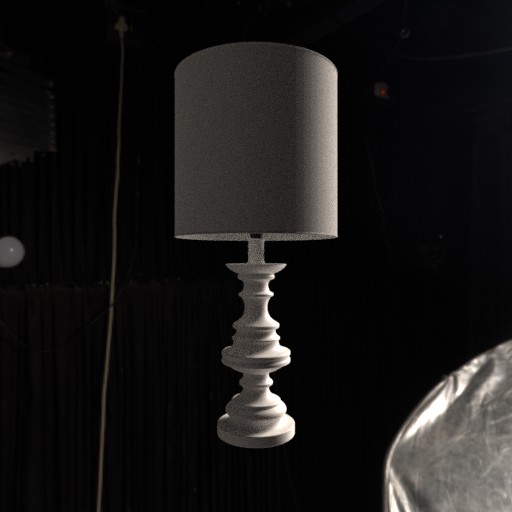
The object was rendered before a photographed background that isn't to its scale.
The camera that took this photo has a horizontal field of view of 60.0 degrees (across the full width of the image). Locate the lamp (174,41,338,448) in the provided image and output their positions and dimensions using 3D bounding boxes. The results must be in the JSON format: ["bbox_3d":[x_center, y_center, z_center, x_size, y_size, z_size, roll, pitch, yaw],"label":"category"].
[{"bbox_3d":[0.000,0.000,0.575,0.208,0.455,0.208,0,0,-36],"label":"lamp"}]
